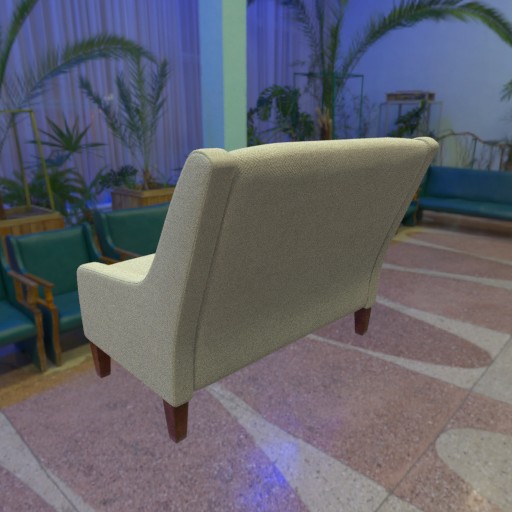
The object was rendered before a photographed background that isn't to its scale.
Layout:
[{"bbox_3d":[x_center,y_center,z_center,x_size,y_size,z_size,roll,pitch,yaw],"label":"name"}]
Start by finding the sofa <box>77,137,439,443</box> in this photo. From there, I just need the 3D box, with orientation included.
[{"bbox_3d":[0.000,0.000,1.877,1.212,0.976,0.946,-16,23,-42],"label":"sofa"}]
